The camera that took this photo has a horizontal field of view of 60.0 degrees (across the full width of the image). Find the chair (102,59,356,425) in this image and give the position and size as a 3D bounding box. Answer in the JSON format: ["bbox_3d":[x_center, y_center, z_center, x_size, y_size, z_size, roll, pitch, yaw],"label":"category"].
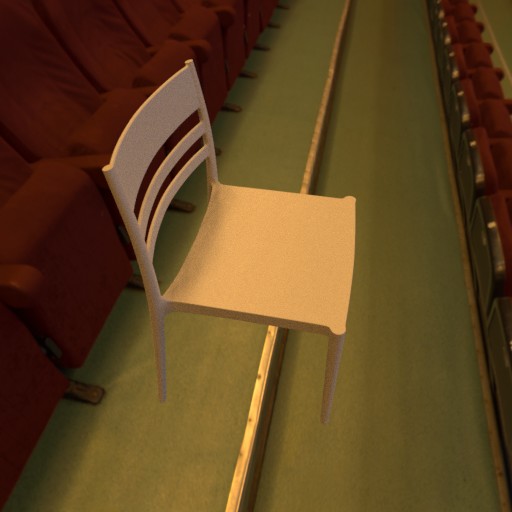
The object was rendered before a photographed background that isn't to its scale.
[{"bbox_3d":[0.000,0.000,1.162,0.511,0.800,0.531,8,46,8],"label":"chair"}]
